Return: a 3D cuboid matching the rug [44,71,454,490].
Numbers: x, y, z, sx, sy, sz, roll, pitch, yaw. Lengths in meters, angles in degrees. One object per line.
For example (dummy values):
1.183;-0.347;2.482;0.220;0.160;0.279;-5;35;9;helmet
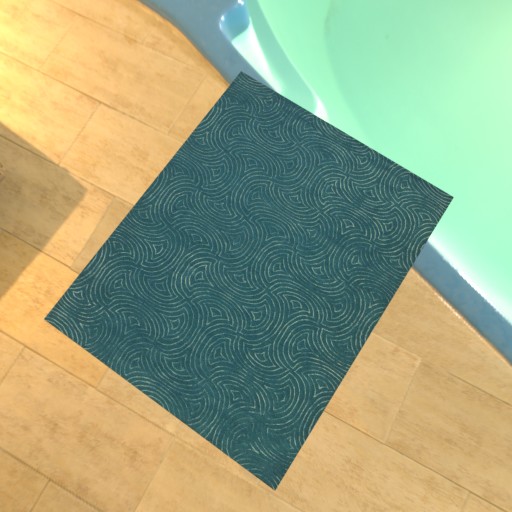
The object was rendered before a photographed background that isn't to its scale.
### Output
0.000;0.000;4.020;2.432;0.012;3.033;33;78;8;rug
